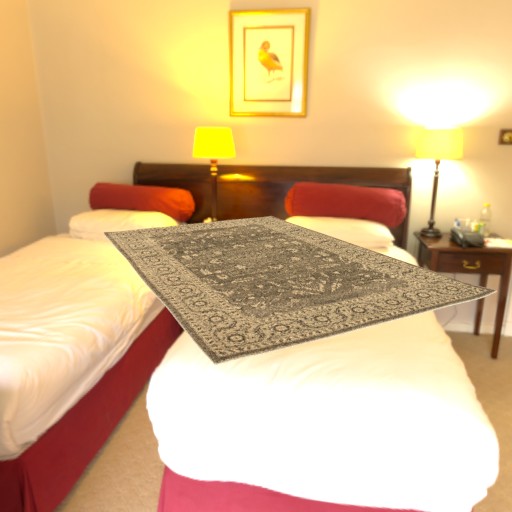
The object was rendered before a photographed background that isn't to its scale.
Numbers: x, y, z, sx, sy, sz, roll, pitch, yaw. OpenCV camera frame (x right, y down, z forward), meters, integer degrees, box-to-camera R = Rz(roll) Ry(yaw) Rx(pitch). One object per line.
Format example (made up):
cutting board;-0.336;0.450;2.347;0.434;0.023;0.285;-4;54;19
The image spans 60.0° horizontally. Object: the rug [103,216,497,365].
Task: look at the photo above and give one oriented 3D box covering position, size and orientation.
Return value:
rug;0.000;0.000;2.263;1.209;0.019;1.828;-8;18;-26
